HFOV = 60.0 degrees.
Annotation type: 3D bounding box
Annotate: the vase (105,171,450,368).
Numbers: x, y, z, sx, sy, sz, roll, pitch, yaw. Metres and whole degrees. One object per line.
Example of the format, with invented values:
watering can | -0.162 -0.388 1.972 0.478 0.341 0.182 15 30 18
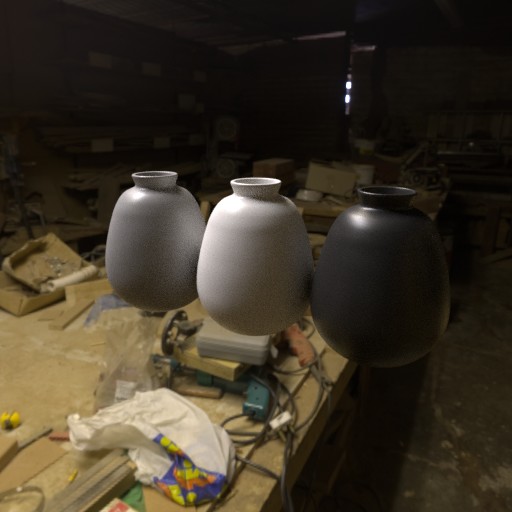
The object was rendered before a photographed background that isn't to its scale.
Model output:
vase | 0.000 0.000 0.362 0.297 0.122 0.097 9 19 26
